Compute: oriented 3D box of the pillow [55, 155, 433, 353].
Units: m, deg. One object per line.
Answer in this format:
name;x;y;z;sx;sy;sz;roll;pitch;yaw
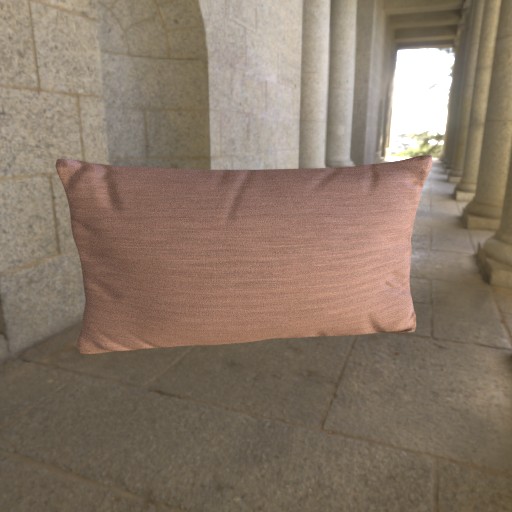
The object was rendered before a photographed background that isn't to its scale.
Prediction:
pillow;0.000;0.000;0.773;0.633;0.338;0.210;-2;16;-8
